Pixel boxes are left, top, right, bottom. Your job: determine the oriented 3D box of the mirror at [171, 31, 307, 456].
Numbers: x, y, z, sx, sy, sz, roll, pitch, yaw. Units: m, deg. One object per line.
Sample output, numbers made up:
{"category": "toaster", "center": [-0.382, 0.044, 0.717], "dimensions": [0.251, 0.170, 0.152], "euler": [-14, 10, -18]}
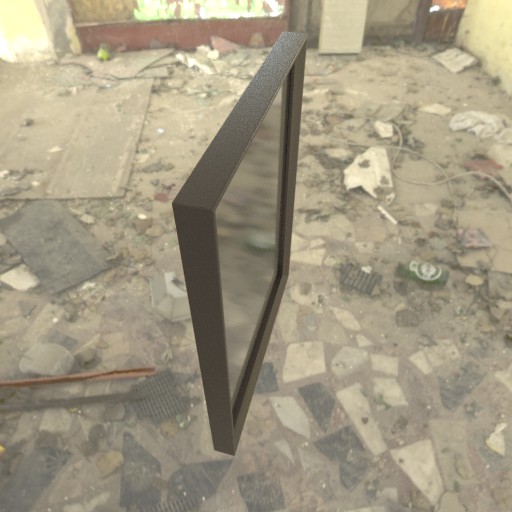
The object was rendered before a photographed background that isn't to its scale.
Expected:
{"category": "mirror", "center": [0.000, 0.000, 0.673], "dimensions": [0.041, 0.509, 0.406], "euler": [11, 46, 11]}
